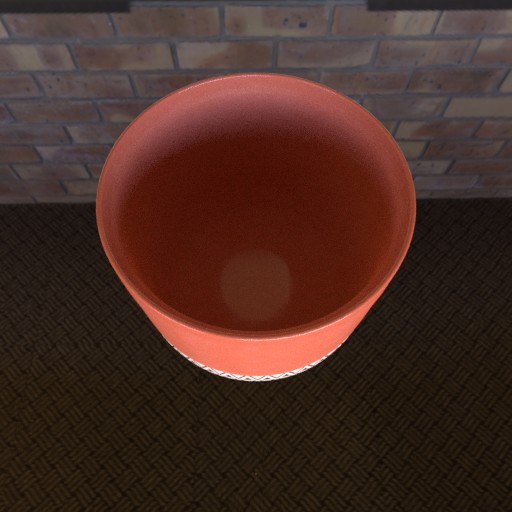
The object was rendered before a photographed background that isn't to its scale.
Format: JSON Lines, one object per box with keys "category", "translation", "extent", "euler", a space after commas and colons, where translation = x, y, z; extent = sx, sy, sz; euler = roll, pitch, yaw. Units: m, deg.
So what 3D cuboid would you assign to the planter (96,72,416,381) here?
{"category": "planter", "translation": [0.000, 0.000, 0.492], "extent": [0.266, 0.270, 0.266], "euler": [0, 64, 0]}
